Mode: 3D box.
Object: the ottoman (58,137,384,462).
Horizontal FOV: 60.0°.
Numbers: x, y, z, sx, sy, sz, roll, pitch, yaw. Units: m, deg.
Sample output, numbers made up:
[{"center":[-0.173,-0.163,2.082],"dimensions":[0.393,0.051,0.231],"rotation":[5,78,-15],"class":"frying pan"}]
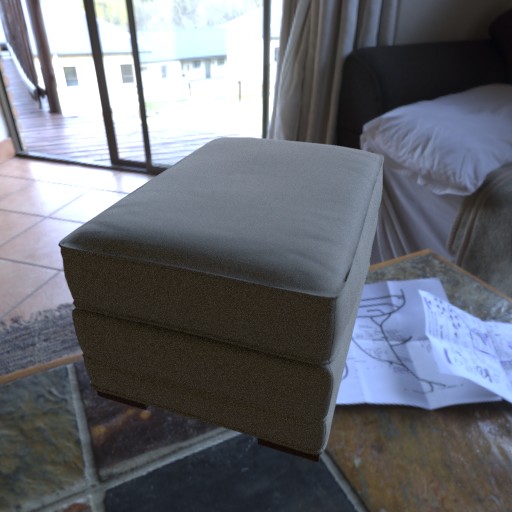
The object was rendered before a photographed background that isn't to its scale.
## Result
[{"center":[0.000,0.000,1.237],"dimensions":[0.611,0.482,0.848],"rotation":[10,32,16],"class":"ottoman"}]
